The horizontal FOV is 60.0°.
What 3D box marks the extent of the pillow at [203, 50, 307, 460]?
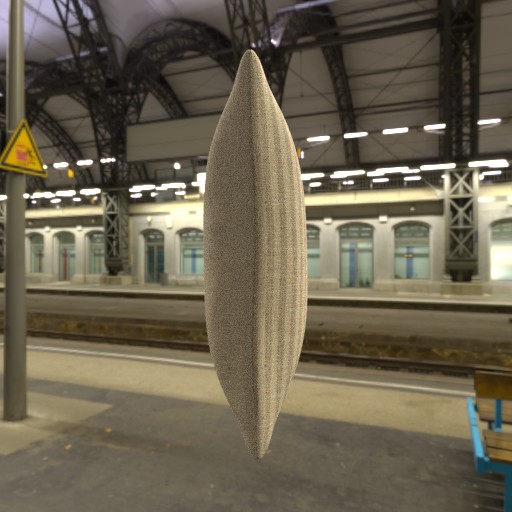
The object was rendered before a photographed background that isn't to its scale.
[{"bbox_3d":[0.000,0.000,0.797,0.166,0.510,0.523,0,0,1],"label":"pillow"}]
